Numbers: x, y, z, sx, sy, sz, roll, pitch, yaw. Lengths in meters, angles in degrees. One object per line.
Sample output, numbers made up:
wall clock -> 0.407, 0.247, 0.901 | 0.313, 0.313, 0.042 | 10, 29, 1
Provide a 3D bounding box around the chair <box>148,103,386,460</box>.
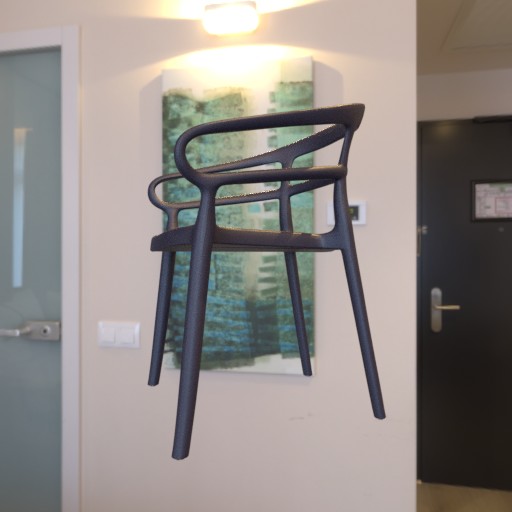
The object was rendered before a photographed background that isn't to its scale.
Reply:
chair -> 0.000, 0.000, 1.142 | 0.527, 0.761, 0.559 | 0, 0, -19
